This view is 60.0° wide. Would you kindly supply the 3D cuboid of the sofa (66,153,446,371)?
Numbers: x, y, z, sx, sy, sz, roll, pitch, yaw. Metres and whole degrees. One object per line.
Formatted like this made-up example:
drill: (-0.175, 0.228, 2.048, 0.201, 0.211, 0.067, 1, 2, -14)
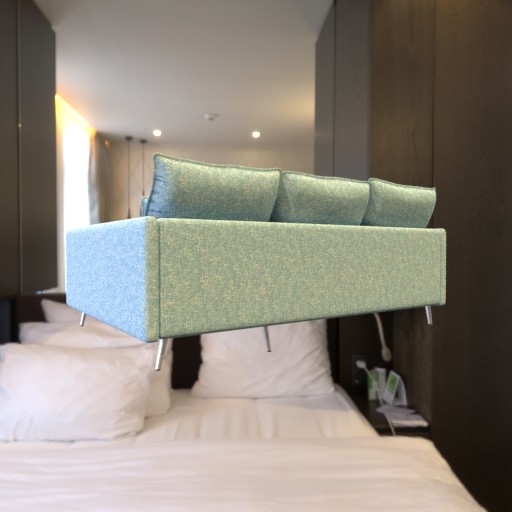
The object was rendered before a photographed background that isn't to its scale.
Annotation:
sofa: (0.000, 0.000, 2.876, 2.034, 0.899, 1.420, -1, 1, -35)
